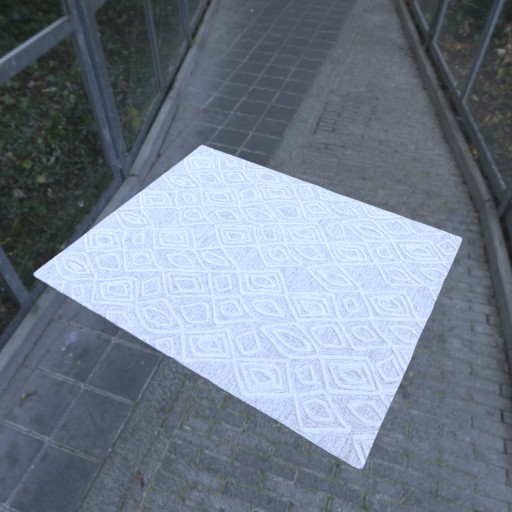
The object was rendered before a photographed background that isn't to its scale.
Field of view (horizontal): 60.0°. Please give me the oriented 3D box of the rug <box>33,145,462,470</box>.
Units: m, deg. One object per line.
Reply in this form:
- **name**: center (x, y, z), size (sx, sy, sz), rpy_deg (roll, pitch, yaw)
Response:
- **rug**: center (0.000, 0.000, 3.987), size (3.049, 0.025, 2.449), rpy_deg (24, 50, 22)
